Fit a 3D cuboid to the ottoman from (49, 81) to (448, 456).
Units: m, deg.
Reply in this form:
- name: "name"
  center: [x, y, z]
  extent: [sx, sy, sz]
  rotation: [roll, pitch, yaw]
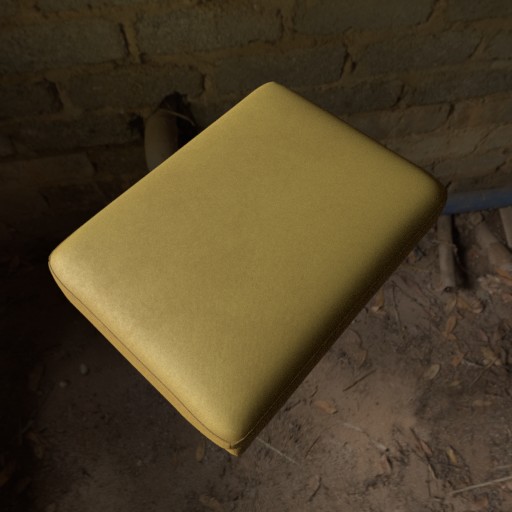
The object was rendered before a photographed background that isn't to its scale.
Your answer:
- name: "ottoman"
  center: [0.000, 0.000, 1.167]
  extent: [0.608, 0.449, 0.811]
  rotation: [38, 69, 18]
